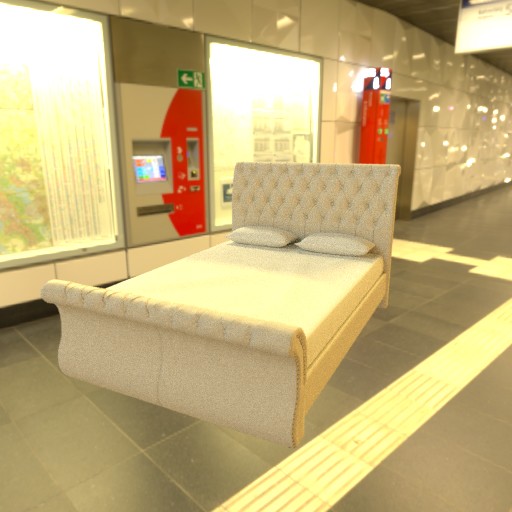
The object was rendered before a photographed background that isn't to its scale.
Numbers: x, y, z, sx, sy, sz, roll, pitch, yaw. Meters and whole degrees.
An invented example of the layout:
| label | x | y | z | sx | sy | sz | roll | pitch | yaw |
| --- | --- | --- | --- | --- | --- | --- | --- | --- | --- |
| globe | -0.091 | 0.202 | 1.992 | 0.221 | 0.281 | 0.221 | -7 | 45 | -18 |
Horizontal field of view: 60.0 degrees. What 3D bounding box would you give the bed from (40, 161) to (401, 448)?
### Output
| label | x | y | z | sx | sy | sz | roll | pitch | yaw |
| --- | --- | --- | --- | --- | --- | --- | --- | --- | --- |
| bed | 0.000 | 0.000 | 3.314 | 1.606 | 1.268 | 2.493 | 7 | 16 | 26 |
